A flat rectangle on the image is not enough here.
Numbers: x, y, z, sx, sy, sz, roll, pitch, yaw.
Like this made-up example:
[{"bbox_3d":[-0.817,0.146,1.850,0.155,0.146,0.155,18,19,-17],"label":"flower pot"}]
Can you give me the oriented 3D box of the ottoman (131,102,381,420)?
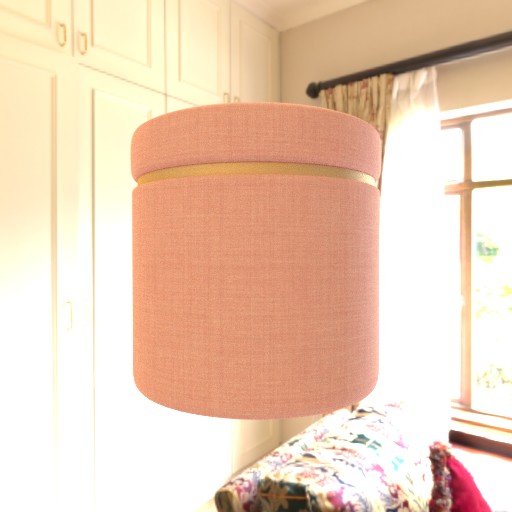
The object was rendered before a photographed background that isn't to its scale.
[{"bbox_3d":[0.000,0.000,0.736,0.400,0.406,0.400,0,1,0],"label":"ottoman"}]
